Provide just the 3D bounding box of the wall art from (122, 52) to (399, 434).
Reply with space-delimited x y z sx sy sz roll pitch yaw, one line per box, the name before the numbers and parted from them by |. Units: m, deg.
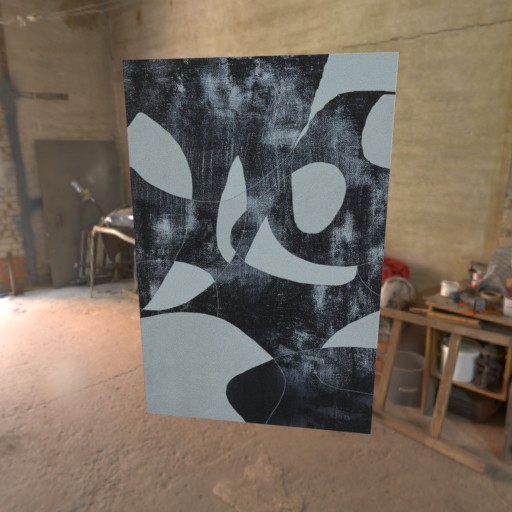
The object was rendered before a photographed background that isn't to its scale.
wall art | 0.000 0.000 0.738 0.407 0.610 0.039 2 14 8
